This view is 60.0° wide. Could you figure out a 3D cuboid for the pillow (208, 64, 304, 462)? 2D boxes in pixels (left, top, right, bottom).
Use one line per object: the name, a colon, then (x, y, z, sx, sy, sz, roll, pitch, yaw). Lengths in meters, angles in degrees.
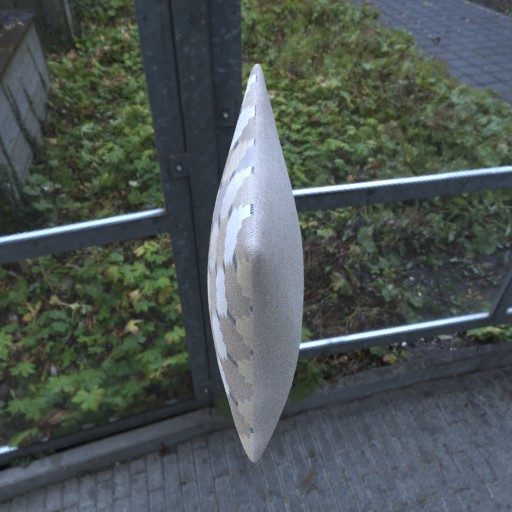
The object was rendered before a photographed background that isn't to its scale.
pillow: (0.000, 0.000, 0.879, 0.192, 0.558, 0.578, 0, 42, 1)
